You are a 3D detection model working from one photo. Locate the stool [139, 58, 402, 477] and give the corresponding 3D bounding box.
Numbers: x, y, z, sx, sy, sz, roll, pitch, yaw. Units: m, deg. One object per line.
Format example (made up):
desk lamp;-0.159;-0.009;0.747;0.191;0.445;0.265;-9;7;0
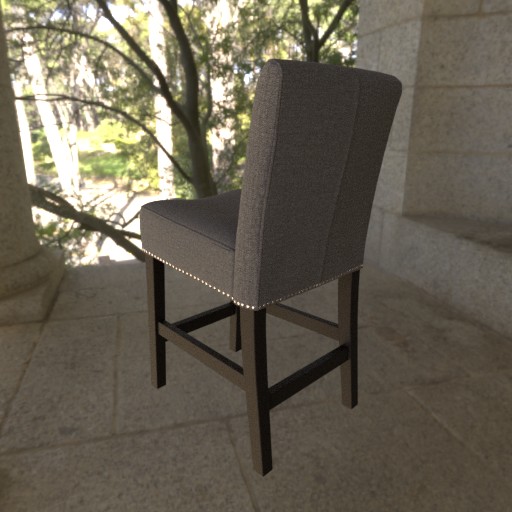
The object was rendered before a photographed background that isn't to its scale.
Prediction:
stool;0.000;0.000;1.169;0.571;0.885;0.427;16;23;43
